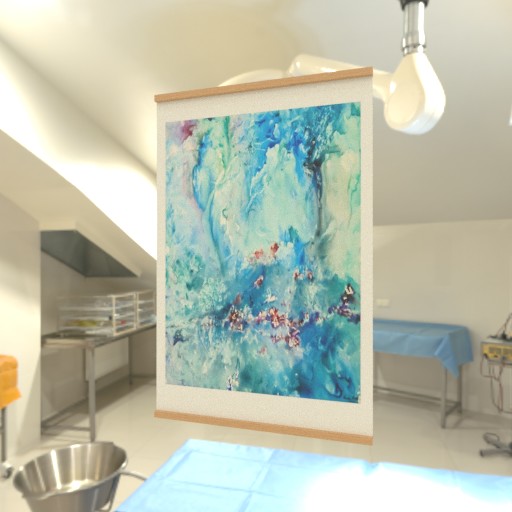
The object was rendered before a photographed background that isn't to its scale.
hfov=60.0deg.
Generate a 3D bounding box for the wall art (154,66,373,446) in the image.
[{"bbox_3d":[0.000,0.000,0.656,0.335,0.510,0.013,0,0,18],"label":"wall art"}]
